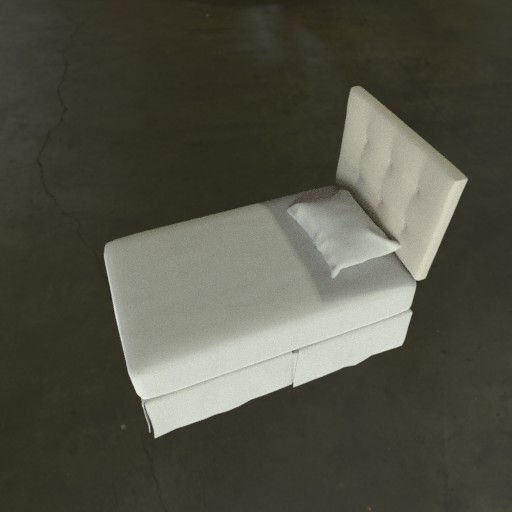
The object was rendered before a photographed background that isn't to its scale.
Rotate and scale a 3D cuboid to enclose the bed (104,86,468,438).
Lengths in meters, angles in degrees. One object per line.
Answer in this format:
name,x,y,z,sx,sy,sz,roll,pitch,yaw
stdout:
bed,0.000,0.000,3.010,1.997,1.571,1.261,-16,49,-14
